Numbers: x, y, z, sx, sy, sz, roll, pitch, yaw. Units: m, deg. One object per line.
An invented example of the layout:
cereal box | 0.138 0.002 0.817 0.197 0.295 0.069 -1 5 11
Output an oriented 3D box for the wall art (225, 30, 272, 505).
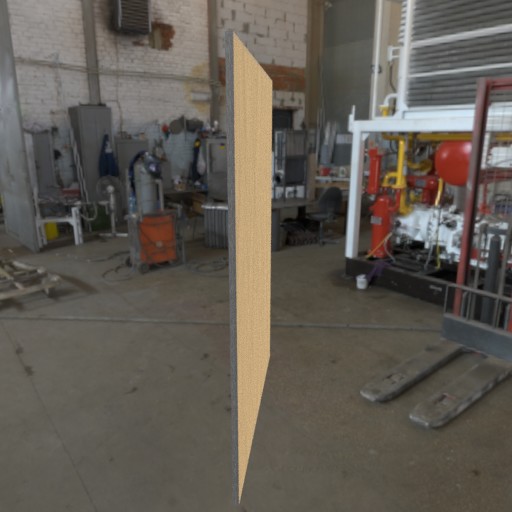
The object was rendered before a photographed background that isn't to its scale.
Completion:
wall art | 0.000 0.000 1.387 0.016 1.116 0.810 2 15 7
